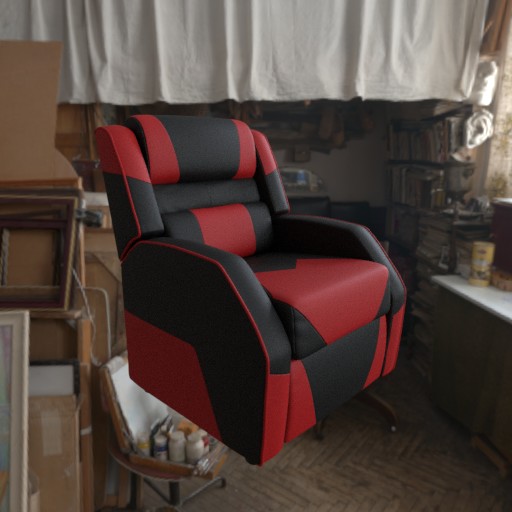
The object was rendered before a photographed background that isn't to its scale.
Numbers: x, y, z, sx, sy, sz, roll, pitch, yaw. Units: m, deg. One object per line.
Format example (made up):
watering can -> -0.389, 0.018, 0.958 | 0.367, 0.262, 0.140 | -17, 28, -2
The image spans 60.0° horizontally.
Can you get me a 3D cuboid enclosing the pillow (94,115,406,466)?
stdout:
pillow -> 0.000, 0.000, 1.298 | 0.672, 0.805, 0.620 | 14, 20, 43
